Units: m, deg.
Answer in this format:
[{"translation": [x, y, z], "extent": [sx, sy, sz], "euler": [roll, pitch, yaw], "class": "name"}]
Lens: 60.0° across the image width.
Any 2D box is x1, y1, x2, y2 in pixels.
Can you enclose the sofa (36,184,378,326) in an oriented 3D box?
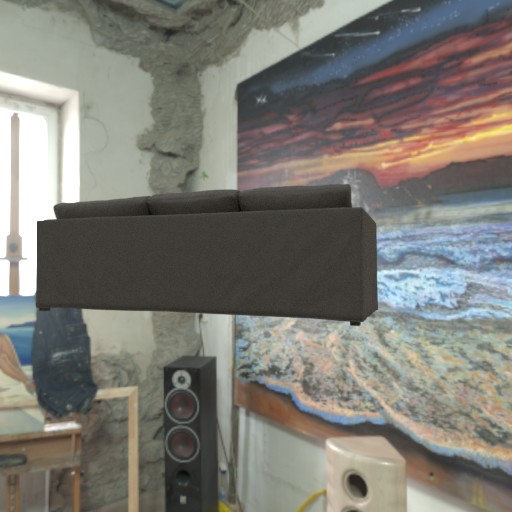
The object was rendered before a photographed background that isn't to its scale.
[{"translation": [0.000, 0.000, 4.416], "extent": [2.432, 0.871, 3.182], "euler": [0, -1, 19], "class": "sofa"}]
